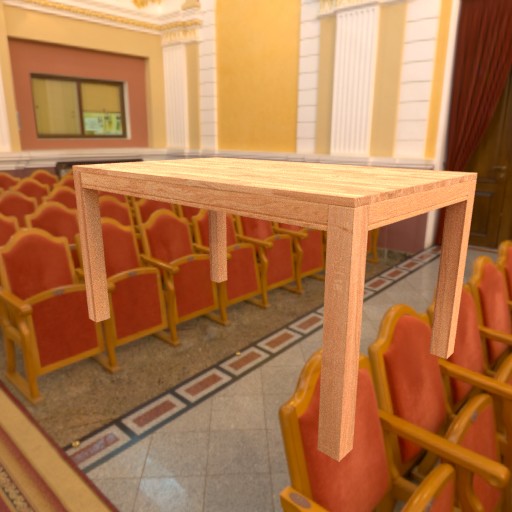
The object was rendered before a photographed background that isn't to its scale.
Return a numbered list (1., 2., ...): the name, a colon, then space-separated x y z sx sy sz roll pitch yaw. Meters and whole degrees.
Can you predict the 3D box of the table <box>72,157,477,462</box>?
1. table: 0.000 0.000 1.993 1.500 0.770 0.900 14 21 41
